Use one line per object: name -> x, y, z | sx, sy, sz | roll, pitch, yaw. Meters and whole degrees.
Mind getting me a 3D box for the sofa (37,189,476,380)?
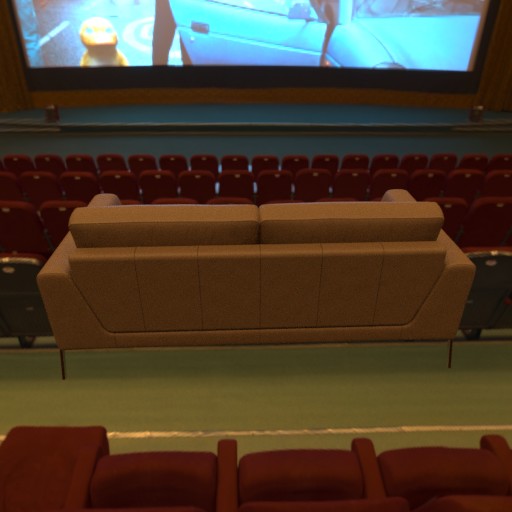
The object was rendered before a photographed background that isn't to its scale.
sofa -> 0.000, 0.000, 2.482 | 2.017, 0.875, 0.953 | -1, 30, -2
